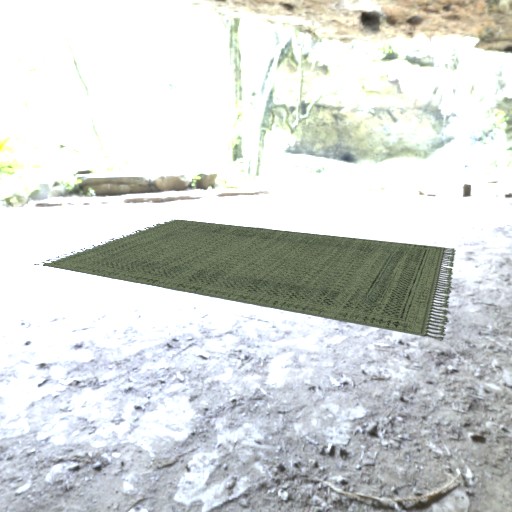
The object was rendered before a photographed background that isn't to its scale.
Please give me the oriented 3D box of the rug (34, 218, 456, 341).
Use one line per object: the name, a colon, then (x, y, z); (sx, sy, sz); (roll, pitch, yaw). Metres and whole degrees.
rug: (0.000, 0.000, 3.030); (2.486, 0.013, 1.548); (8, 19, 24)
